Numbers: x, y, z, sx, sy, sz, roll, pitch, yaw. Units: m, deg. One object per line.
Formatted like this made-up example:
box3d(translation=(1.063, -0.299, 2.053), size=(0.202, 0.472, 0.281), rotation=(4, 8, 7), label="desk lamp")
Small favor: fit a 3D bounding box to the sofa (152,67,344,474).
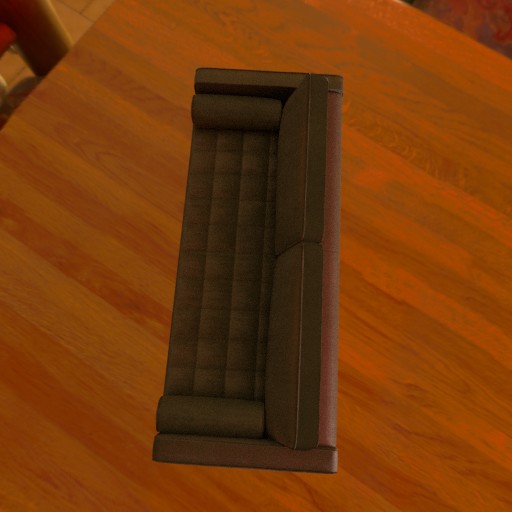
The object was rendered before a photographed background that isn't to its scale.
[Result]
box3d(translation=(0.000, 0.000, 2.554), size=(0.918, 0.769, 2.199), rotation=(4, 76, 1), label="sofa")
